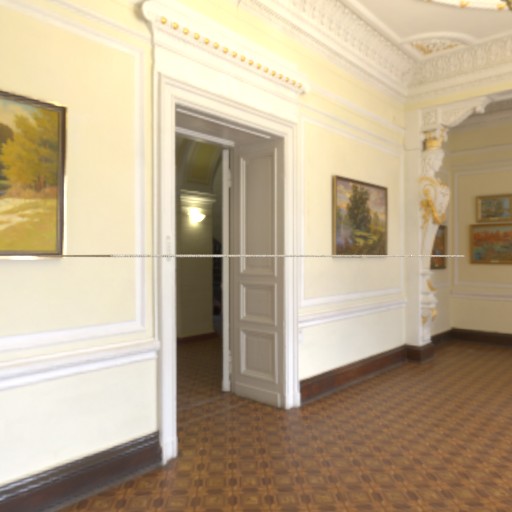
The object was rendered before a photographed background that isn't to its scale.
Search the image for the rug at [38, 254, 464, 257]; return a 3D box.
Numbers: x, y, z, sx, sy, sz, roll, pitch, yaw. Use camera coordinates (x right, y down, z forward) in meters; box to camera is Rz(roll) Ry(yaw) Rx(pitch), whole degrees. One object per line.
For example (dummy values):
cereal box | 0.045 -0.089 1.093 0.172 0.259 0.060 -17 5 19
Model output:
rug | 0.000 0.000 1.065 0.868 0.004 0.556 0 0 -35
